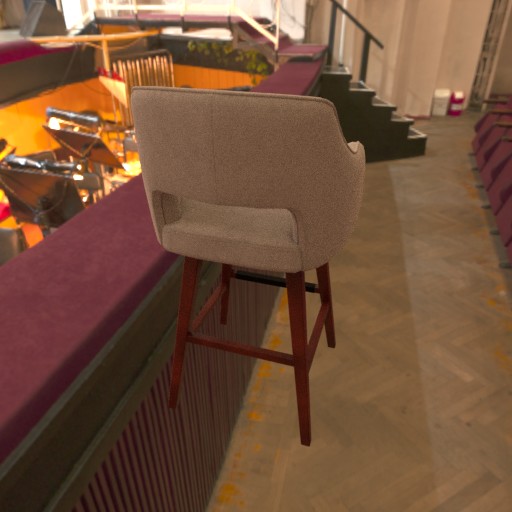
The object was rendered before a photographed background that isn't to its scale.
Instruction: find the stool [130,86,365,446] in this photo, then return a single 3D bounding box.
[{"bbox_3d":[0.000,0.000,1.302,0.548,1.012,0.558,9,32,16],"label":"stool"}]
